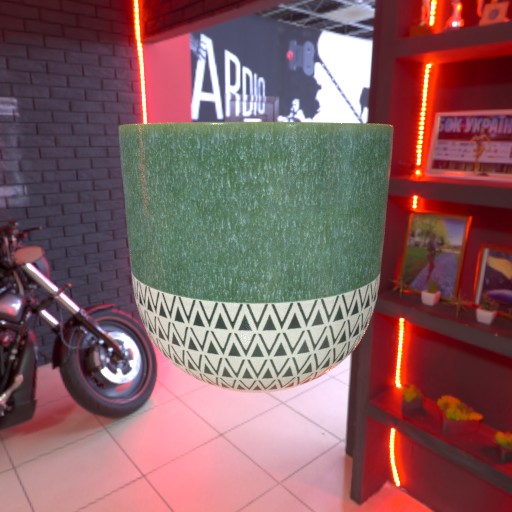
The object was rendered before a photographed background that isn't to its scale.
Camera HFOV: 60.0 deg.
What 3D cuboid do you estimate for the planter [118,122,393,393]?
[{"bbox_3d":[0.000,0.000,0.481,0.266,0.270,0.266,0,15,0],"label":"planter"}]
